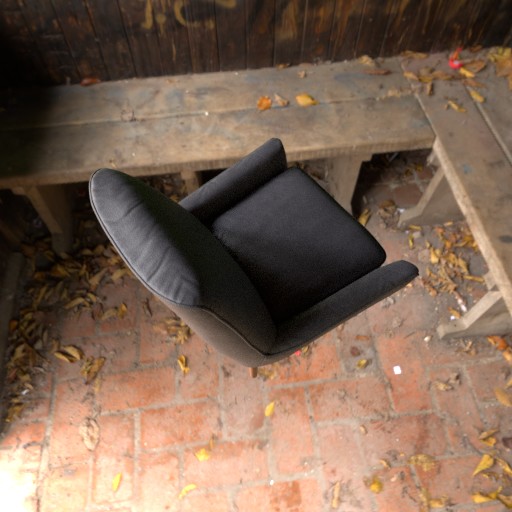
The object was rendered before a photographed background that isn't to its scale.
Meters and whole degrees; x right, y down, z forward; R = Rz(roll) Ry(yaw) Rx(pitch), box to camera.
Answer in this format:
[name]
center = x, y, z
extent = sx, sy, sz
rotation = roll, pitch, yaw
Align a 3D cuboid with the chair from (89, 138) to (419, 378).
[chair]
center = 0.000, 0.000, 1.534
extent = 0.822, 0.888, 0.787
rotation = -32, 63, -18
